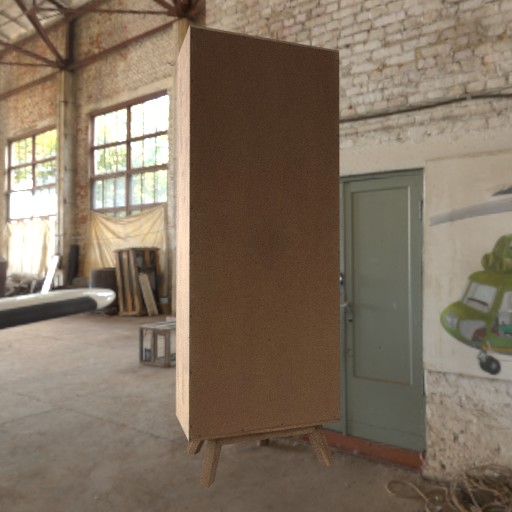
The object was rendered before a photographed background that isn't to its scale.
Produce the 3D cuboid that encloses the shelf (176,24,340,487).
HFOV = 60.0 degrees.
[{"bbox_3d":[0.000,0.000,1.475,0.491,1.342,0.267,0,-1,-19],"label":"shelf"}]
